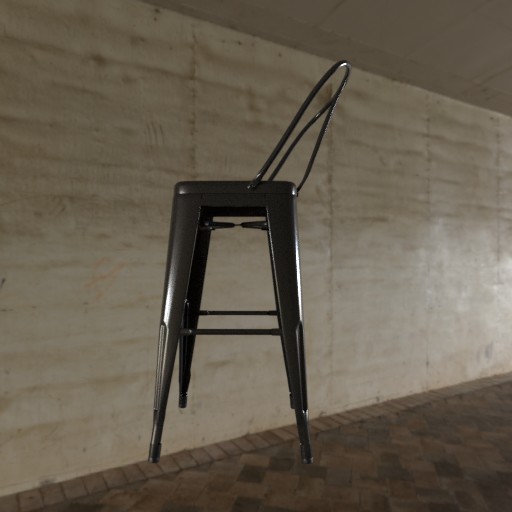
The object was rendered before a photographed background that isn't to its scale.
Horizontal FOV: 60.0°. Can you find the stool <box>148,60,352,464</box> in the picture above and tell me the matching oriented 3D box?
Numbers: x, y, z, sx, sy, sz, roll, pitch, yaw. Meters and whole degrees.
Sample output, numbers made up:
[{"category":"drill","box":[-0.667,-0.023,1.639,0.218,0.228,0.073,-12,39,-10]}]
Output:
[{"category":"stool","box":[0.000,0.000,1.291,0.528,1.022,0.432,0,0,1]}]
